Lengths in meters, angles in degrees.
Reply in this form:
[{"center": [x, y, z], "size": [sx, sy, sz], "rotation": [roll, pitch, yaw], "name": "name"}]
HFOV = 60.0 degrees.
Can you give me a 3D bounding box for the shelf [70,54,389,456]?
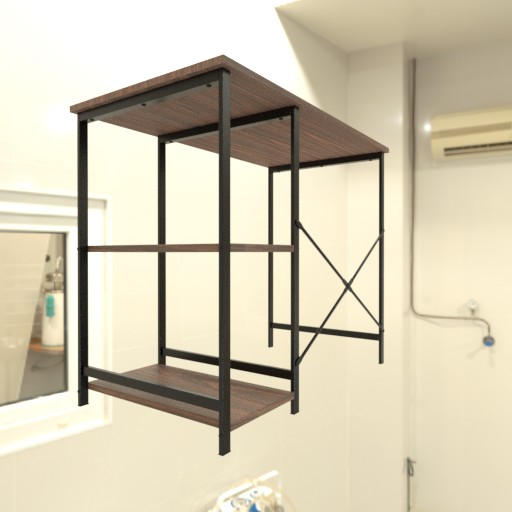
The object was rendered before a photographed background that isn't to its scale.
[{"center": [0.000, 0.000, 1.329], "size": [0.498, 0.750, 0.902], "rotation": [0, 0, 36], "name": "shelf"}]
